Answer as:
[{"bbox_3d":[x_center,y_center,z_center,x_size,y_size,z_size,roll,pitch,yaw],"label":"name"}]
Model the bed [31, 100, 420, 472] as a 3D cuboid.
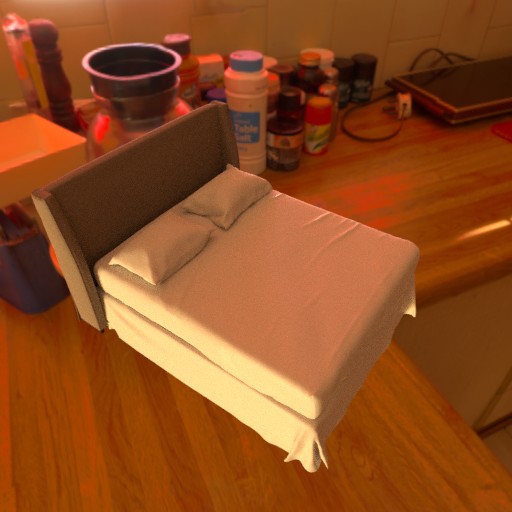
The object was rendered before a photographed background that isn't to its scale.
[{"bbox_3d":[0.000,0.000,3.382,2.276,1.332,1.925,25,47,26],"label":"bed"}]
